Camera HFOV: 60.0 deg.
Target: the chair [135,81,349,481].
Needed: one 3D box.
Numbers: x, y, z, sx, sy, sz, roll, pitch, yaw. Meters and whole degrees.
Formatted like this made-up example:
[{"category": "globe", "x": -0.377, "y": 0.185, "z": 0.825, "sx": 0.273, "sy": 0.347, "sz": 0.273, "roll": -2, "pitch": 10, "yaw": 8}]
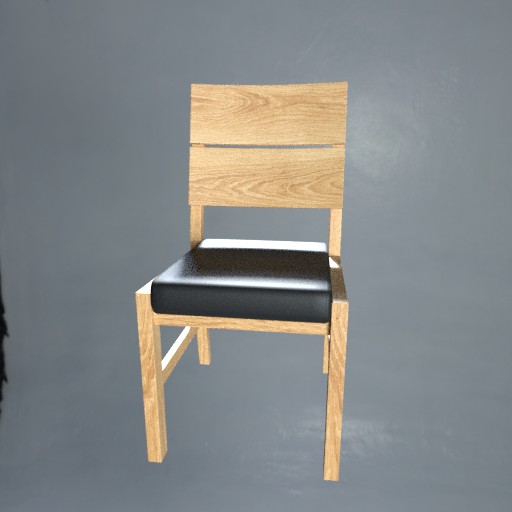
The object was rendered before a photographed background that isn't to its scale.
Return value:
[{"category": "chair", "x": 0.000, "y": 0.000, "z": 1.228, "sx": 0.475, "sy": 0.950, "sz": 0.569, "roll": 2, "pitch": 16, "yaw": 8}]
